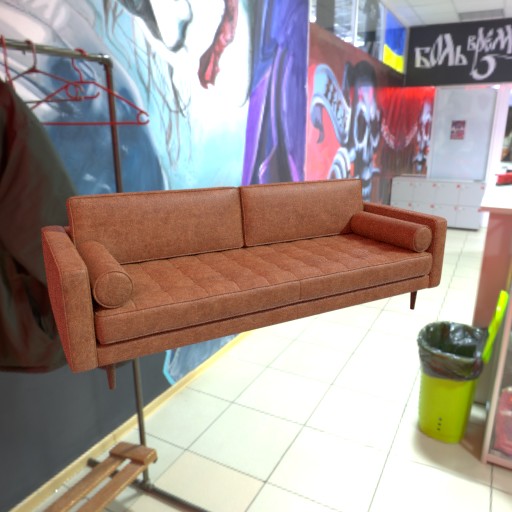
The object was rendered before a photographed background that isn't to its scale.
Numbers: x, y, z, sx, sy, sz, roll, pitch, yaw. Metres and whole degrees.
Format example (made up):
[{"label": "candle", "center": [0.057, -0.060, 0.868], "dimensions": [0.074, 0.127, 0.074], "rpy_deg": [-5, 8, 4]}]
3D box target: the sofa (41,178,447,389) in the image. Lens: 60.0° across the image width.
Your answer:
[{"label": "sofa", "center": [0.000, 0.000, 2.586], "dimensions": [2.200, 0.770, 0.919], "rpy_deg": [-9, 18, -28]}]
